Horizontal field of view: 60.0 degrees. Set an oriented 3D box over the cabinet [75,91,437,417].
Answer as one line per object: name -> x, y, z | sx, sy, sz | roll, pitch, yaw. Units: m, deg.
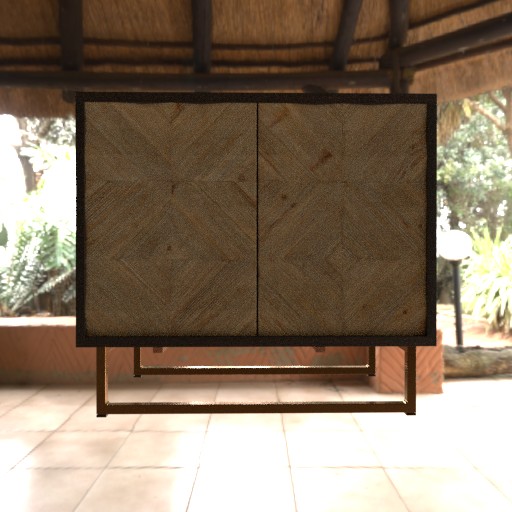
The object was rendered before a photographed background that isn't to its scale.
cabinet -> 0.000, 0.000, 1.391 | 0.950, 0.860, 0.451 | 0, 0, -1
